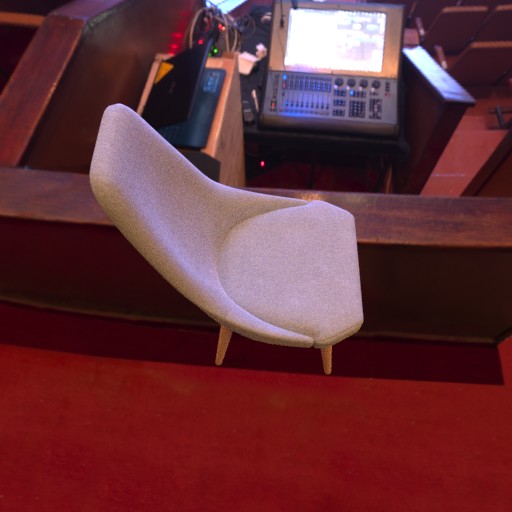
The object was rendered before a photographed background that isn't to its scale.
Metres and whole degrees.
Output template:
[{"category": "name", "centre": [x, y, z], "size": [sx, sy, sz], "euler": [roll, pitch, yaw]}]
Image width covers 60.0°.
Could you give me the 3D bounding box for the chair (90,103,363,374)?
[{"category": "chair", "centre": [0.000, 0.000, 1.367], "size": [0.660, 1.040, 0.510], "euler": [1, 63, 1]}]
